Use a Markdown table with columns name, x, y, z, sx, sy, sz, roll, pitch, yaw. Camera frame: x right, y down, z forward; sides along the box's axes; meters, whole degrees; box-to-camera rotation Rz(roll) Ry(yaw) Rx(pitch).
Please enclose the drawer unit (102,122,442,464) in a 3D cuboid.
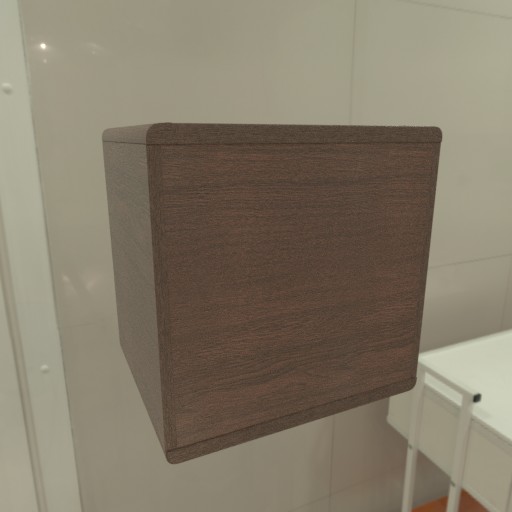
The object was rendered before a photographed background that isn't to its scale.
| name | x | y | z | sx | sy | sz | roll | pitch | yaw |
| --- | --- | --- | --- | --- | --- | --- | --- | --- | --- |
| drawer unit | 0.000 | 0.000 | 0.612 | 0.344 | 0.344 | 0.290 | -7 | 17 | -25 |
